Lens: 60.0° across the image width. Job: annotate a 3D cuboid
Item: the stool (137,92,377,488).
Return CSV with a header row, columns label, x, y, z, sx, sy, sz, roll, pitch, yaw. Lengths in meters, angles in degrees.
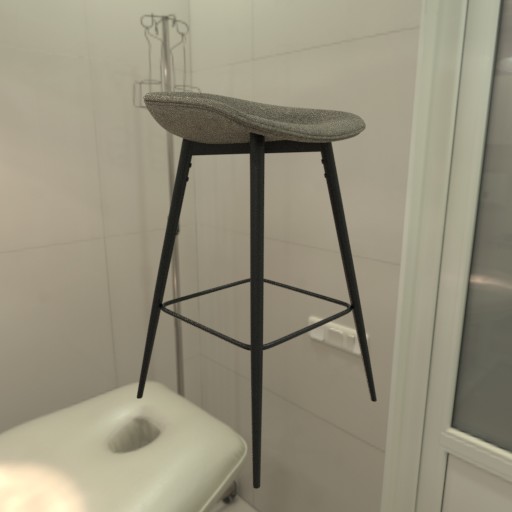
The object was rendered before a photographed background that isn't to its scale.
label,x,y,z,sx,sy,sz,roll,pitch,yaw
stool,0.000,0.000,1.129,0.469,0.814,0.480,-13,19,-43
